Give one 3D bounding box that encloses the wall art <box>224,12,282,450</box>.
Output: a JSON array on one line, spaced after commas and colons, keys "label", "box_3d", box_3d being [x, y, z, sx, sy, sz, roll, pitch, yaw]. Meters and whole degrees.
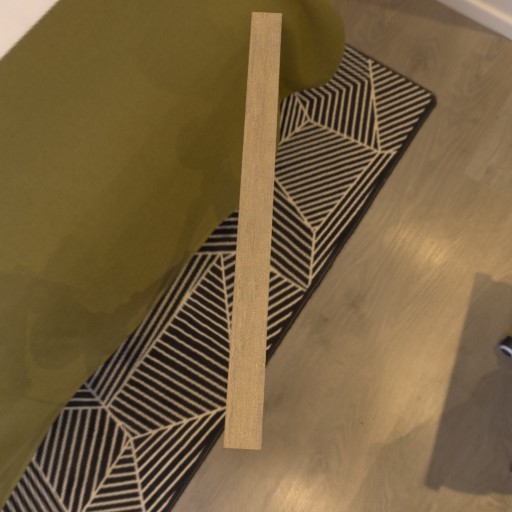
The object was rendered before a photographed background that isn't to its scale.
[{"label": "wall art", "box_3d": [0.000, 0.000, 0.742, 0.037, 0.507, 0.507, 3, 77, 1]}]
